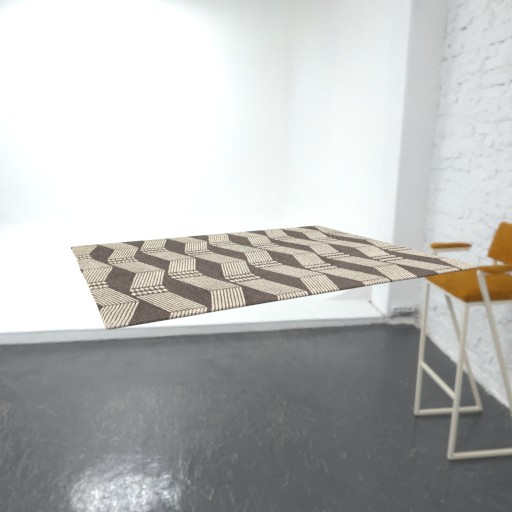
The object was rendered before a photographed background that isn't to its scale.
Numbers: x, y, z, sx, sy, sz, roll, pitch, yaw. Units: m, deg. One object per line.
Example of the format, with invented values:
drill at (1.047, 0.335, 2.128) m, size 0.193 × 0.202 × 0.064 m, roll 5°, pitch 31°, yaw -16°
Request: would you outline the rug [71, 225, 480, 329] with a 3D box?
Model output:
rug at (0.000, 0.000, 4.149) m, size 3.048 × 0.016 × 2.438 m, roll -6°, pitch 15°, yaw -26°
